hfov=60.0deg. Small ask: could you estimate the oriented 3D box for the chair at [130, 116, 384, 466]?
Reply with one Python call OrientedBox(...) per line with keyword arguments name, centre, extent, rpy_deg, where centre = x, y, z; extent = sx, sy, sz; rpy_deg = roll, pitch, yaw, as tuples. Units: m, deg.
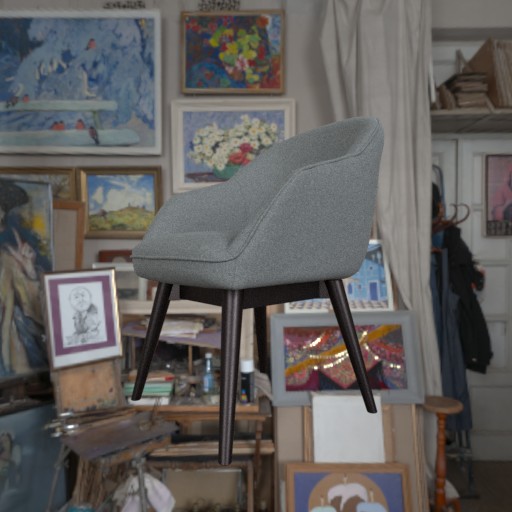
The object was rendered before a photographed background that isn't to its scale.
OrientedBox(name="chair", centre=(0.000, 0.000, 1.209), extent=(0.611, 0.810, 0.589), rpy_deg=(-1, 1, -37))
